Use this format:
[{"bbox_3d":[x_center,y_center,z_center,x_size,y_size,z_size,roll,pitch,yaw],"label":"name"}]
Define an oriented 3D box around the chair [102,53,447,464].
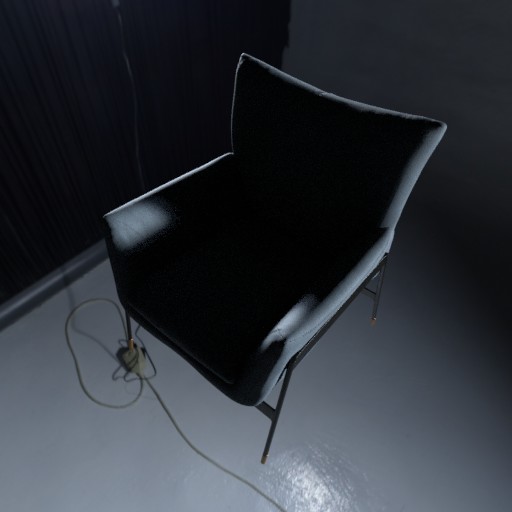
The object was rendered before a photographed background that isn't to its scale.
[{"bbox_3d":[0.000,0.000,1.366,0.678,0.858,0.709,31,54,26],"label":"chair"}]
